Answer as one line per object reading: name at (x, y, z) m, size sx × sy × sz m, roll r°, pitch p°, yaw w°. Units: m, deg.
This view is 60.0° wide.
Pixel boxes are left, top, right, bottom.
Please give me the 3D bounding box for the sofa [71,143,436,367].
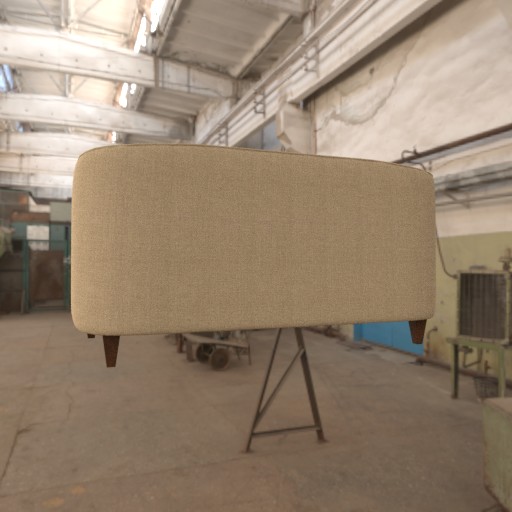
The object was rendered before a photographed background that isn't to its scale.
sofa at (0.000, 0.000, 2.258) m, size 1.733 × 0.855 × 0.941 m, roll 0°, pitch -1°, yaw -19°
